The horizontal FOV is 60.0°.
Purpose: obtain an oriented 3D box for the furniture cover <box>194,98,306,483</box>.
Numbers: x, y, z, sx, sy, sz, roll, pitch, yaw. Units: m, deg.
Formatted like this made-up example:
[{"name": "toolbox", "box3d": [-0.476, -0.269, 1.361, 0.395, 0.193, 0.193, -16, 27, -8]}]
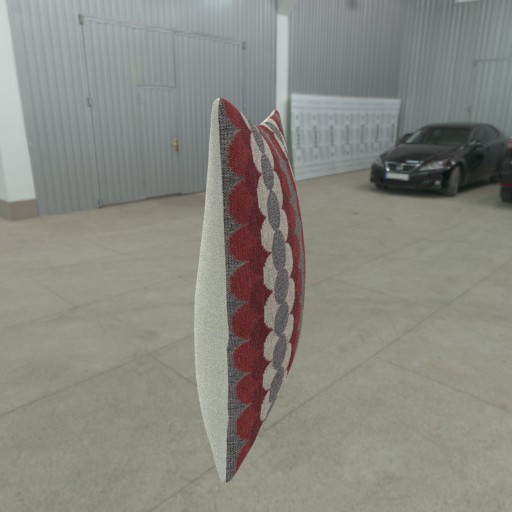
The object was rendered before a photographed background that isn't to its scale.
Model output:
[{"name": "furniture cover", "box3d": [0.000, 0.000, 0.648, 0.145, 0.420, 0.435, 3, 18, 9]}]
